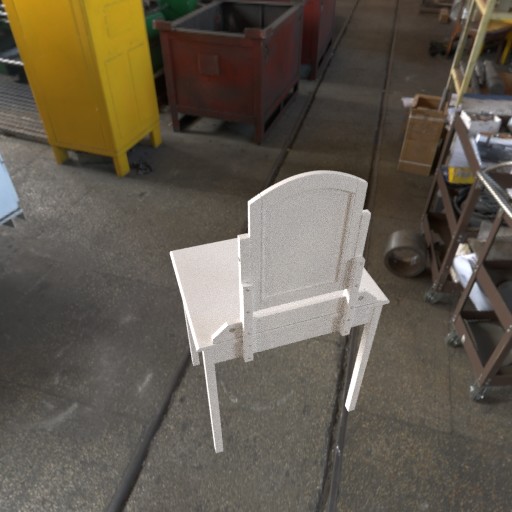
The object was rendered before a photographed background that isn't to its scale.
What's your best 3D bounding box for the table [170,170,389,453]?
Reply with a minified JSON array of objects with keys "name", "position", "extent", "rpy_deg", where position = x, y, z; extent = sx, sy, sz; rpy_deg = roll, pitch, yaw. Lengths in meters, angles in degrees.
[{"name":"table","position":[0.000,0.000,2.354],"extent":[0.876,1.631,1.211],"rpy_deg":[-12,42,-14]}]
